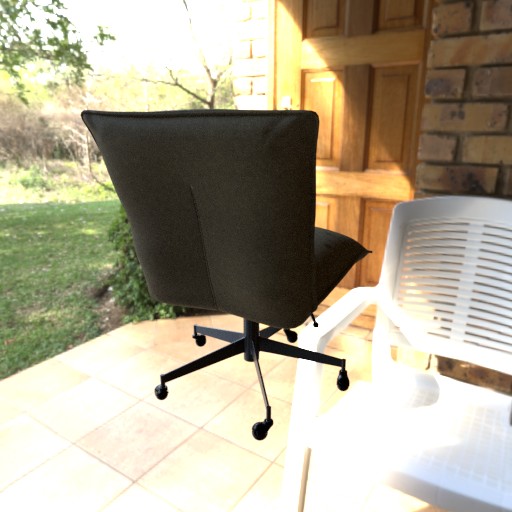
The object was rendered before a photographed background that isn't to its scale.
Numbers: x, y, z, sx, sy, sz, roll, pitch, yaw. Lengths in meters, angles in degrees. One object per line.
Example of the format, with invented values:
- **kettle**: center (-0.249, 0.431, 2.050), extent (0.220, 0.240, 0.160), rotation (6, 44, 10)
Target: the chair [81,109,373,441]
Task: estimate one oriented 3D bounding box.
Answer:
- **chair**: center (0.000, 0.000, 1.312), extent (0.597, 0.811, 0.696), rotation (8, 18, 26)
